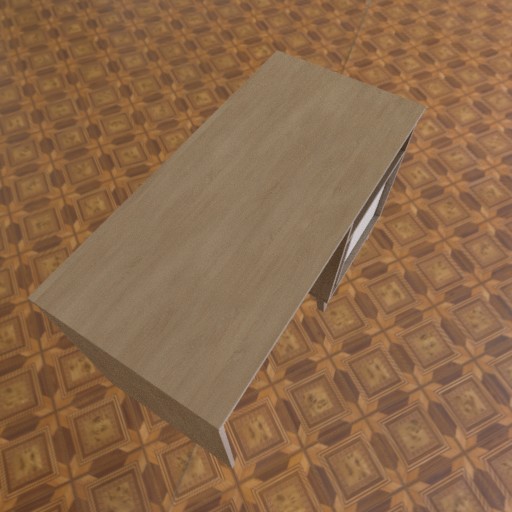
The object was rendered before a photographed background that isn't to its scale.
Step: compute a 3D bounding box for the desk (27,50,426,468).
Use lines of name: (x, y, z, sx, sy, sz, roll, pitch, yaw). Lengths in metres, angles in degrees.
desk: (0.000, 0.000, 1.658, 0.600, 0.770, 1.251, 28, 62, 16)
